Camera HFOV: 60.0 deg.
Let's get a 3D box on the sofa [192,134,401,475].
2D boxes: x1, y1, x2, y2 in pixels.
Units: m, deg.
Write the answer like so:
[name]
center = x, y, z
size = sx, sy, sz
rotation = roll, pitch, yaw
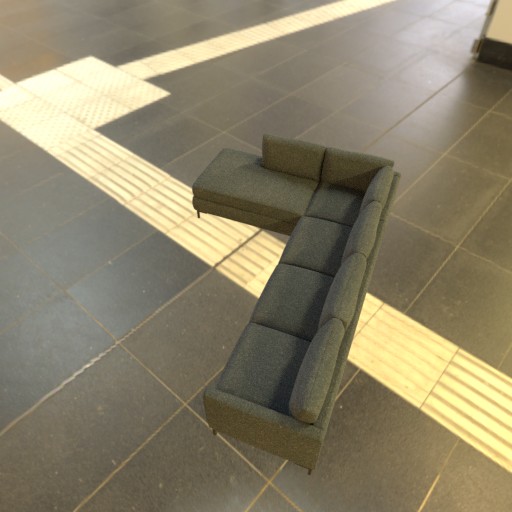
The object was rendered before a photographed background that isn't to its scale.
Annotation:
[sofa]
center = 0.000, 0.000, 3.929
size = 2.007, 0.815, 2.949
rotation = 16, 48, 15
